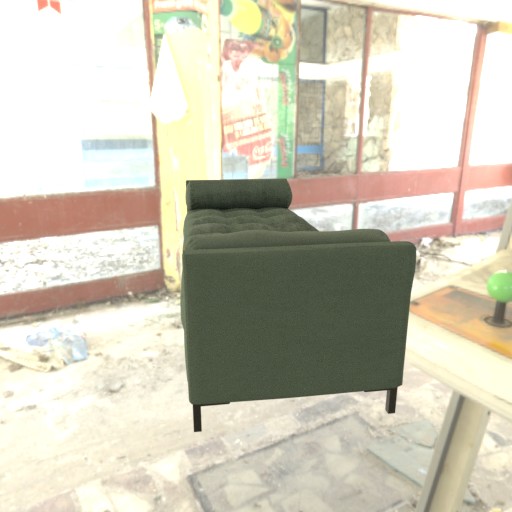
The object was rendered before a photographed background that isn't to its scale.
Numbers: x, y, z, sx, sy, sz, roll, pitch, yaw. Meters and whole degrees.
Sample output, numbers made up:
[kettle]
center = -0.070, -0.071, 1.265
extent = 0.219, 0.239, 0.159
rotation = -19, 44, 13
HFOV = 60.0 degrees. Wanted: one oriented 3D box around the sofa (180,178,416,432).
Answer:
[sofa]
center = 0.000, 0.000, 2.491
extent = 0.817, 0.681, 2.130
rotation = -2, 16, -8
